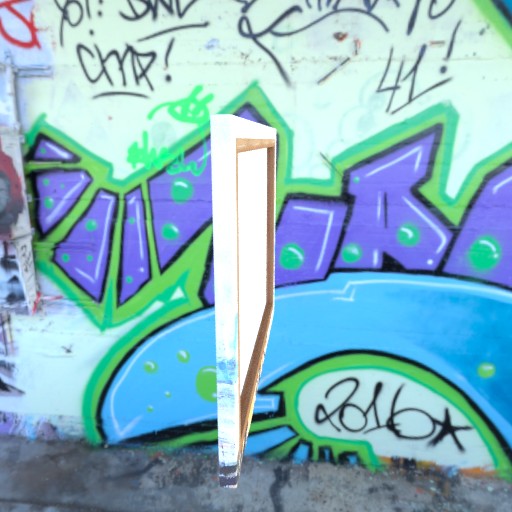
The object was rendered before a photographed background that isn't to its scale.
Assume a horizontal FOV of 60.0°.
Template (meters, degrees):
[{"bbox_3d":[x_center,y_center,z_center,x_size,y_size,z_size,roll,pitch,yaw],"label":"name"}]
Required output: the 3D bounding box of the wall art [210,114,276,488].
[{"bbox_3d":[0.000,0.000,1.337,0.038,0.762,1.016,2,15,7],"label":"wall art"}]
